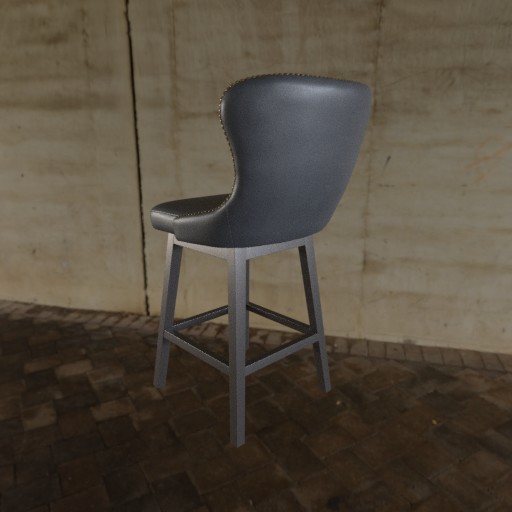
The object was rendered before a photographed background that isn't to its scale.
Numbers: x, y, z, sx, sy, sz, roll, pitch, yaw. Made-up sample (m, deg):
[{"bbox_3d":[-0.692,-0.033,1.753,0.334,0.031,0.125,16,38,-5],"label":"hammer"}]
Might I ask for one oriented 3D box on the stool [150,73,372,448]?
[{"bbox_3d":[0.000,0.000,1.352,0.528,0.971,0.593,-14,21,-41],"label":"stool"}]
